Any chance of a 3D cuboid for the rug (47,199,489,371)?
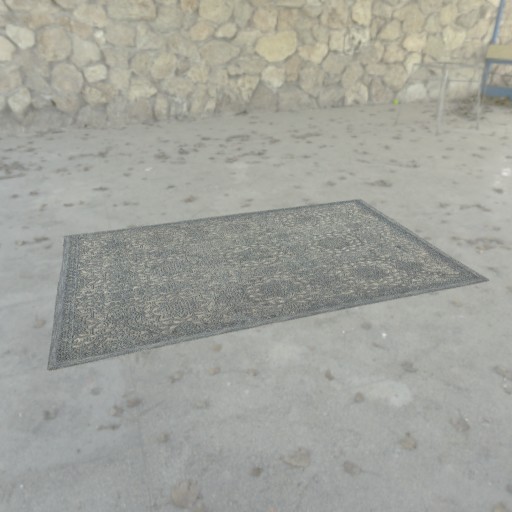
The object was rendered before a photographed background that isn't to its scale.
[{"bbox_3d":[0.000,0.000,2.986,2.498,0.022,1.535,-9,28,-17],"label":"rug"}]
